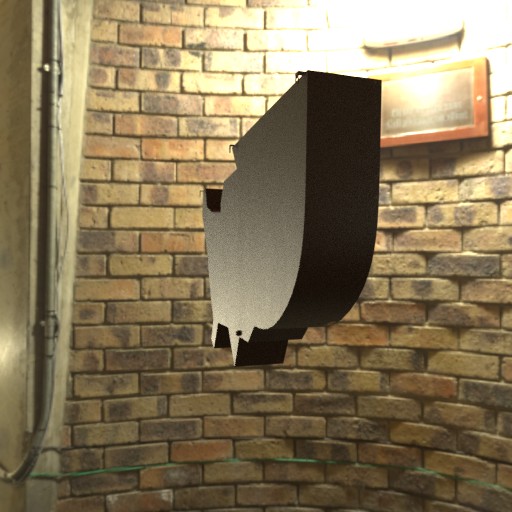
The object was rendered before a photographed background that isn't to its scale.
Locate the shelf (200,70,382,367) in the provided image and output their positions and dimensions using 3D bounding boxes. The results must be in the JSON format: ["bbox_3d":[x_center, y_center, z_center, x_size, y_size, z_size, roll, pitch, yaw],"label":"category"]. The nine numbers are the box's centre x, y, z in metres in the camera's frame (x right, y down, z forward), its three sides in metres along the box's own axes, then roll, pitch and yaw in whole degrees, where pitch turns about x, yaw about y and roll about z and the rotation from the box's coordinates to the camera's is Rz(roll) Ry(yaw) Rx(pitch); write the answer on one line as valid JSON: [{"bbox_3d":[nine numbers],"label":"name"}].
[{"bbox_3d":[0.000,0.000,0.890,0.112,0.439,0.729,0,-1,-17],"label":"shelf"}]
